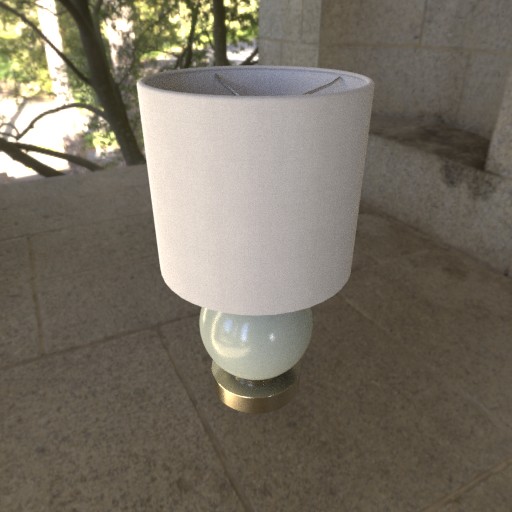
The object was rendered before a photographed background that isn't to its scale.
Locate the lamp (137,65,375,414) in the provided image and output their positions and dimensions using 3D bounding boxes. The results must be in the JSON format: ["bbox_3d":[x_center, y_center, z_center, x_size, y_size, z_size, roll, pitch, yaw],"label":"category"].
[{"bbox_3d":[0.000,0.000,0.469,0.201,0.353,0.201,18,34,29],"label":"lamp"}]
